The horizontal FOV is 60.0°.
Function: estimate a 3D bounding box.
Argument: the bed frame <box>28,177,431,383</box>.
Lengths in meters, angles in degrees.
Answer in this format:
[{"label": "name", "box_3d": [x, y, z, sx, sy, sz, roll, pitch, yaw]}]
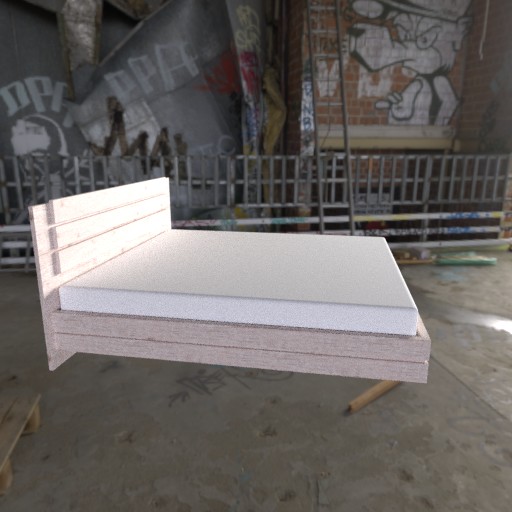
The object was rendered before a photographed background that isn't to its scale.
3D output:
[{"label": "bed frame", "box_3d": [0.000, 0.000, 3.197, 2.080, 0.970, 1.950, 3, 15, 10]}]
